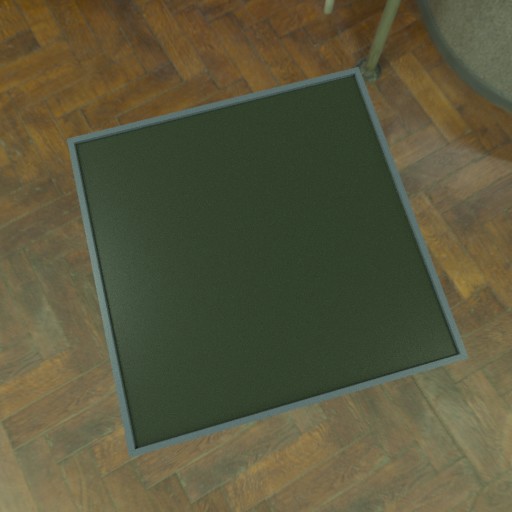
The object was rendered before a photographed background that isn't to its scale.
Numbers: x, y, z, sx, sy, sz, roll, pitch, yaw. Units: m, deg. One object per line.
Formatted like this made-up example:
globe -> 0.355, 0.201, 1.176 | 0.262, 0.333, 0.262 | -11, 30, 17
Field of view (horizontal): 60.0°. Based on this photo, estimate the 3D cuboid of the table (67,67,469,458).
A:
table -> 0.000, 0.000, 1.237 | 0.801, 0.299, 0.801 | -15, 77, -4
